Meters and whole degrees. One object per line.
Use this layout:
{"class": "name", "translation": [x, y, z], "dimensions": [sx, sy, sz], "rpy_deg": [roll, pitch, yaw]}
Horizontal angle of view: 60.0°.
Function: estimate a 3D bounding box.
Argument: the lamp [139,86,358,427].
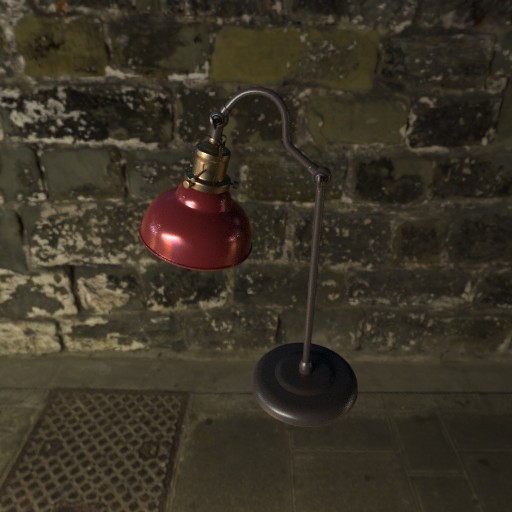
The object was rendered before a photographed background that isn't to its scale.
{"class": "lamp", "translation": [0.000, 0.000, 0.703], "dimensions": [0.374, 0.508, 0.192], "rpy_deg": [8, 31, 13]}
